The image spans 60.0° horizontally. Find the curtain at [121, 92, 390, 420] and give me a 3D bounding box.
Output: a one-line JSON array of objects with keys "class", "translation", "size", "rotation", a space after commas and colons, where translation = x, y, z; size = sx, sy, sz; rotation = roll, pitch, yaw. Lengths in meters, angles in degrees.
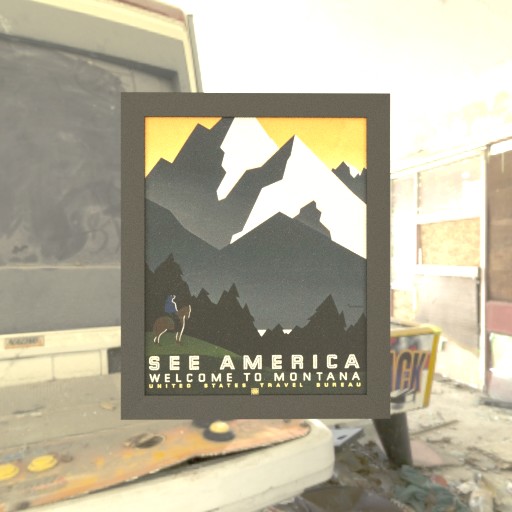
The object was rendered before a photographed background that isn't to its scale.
[{"class": "curtain", "translation": [0.000, 0.000, 0.807], "size": [0.483, 0.585, 0.027], "rotation": [0, 0, -1]}]
